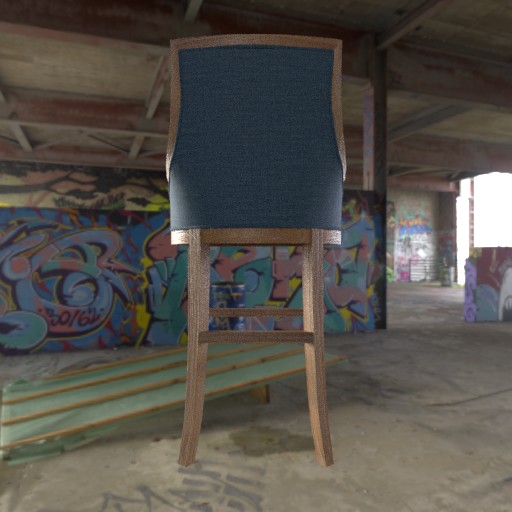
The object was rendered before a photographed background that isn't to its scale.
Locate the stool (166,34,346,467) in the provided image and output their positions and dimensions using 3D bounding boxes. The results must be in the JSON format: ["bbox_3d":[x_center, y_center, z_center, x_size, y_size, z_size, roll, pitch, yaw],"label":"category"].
[{"bbox_3d":[0.000,0.000,1.403,0.524,1.101,0.626,0,0,0],"label":"stool"}]
